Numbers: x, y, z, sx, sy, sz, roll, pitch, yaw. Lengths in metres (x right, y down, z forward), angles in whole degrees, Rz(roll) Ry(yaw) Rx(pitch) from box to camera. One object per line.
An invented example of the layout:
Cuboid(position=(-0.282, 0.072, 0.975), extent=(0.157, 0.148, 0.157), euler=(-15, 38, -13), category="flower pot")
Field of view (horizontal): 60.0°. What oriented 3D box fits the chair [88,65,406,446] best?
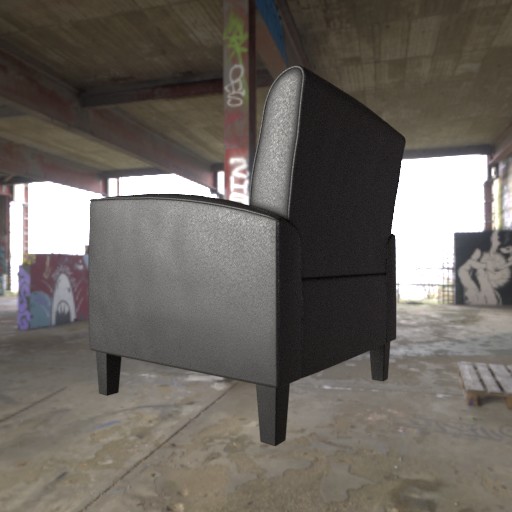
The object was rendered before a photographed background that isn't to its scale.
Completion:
Cuboid(position=(0.000, 0.000, 1.556), extent=(0.819, 0.916, 0.820), euler=(0, -1, 37), category="chair")
